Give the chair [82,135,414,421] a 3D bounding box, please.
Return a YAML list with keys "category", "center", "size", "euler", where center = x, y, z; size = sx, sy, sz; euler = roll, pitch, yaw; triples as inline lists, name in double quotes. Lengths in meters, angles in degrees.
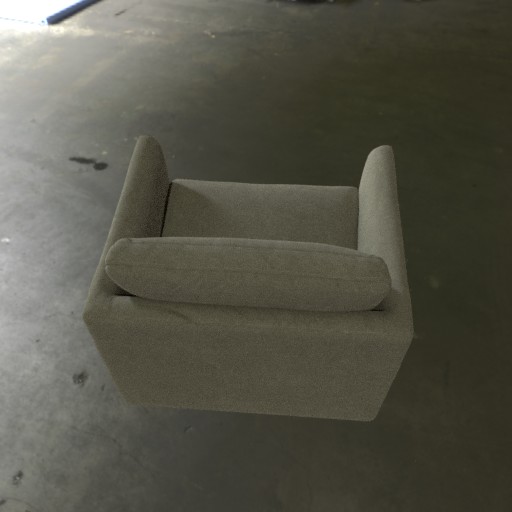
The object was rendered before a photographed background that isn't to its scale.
- category: "chair"
  center: [0.000, 0.000, 1.897]
  size: [1.190, 0.845, 1.091]
  euler: [3, 47, 3]
